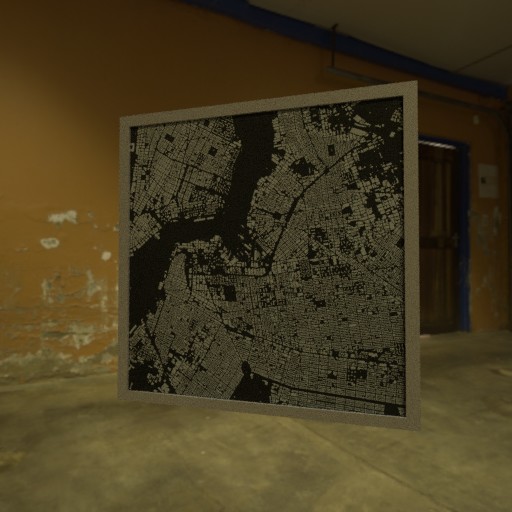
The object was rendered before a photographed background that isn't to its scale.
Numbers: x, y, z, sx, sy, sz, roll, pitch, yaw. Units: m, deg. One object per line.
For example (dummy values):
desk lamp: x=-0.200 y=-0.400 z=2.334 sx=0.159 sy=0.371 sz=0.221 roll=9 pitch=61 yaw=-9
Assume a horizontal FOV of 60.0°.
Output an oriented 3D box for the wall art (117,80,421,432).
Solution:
wall art: x=0.000 y=0.000 z=0.734 sx=0.506 sy=0.506 sz=0.038 roll=-1 pitch=-2 yaw=18
